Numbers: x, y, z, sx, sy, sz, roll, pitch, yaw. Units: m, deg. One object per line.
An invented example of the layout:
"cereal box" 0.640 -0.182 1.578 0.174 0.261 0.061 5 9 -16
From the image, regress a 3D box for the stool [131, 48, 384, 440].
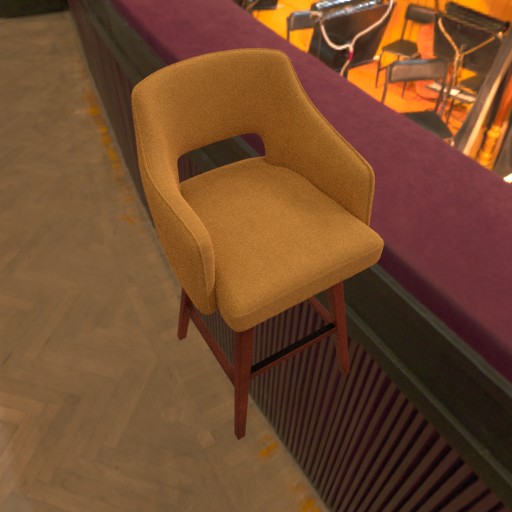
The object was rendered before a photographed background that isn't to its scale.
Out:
"stool" 0.000 0.000 1.338 0.548 1.012 0.558 -24 51 -21
